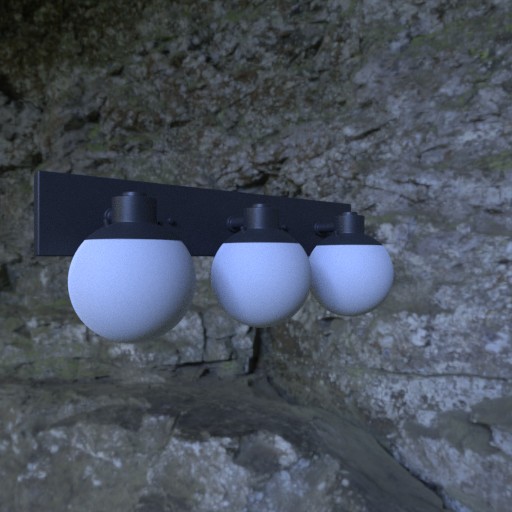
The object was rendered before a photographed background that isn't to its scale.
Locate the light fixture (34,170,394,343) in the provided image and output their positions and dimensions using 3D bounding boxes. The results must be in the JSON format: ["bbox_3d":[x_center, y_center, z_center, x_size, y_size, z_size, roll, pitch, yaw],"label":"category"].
[{"bbox_3d":[0.000,0.000,0.835,0.721,0.263,0.218,0,0,-37],"label":"light fixture"}]
